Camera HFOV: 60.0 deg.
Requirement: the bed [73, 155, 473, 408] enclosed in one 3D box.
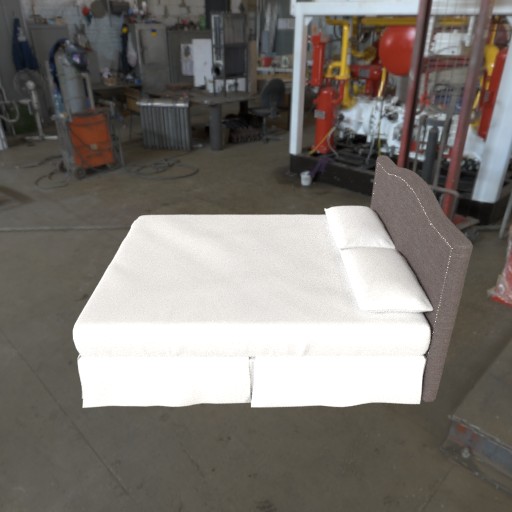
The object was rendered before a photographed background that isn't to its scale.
[{"bbox_3d":[0.000,0.000,3.922,2.689,1.457,2.161,0,28,0],"label":"bed"}]
